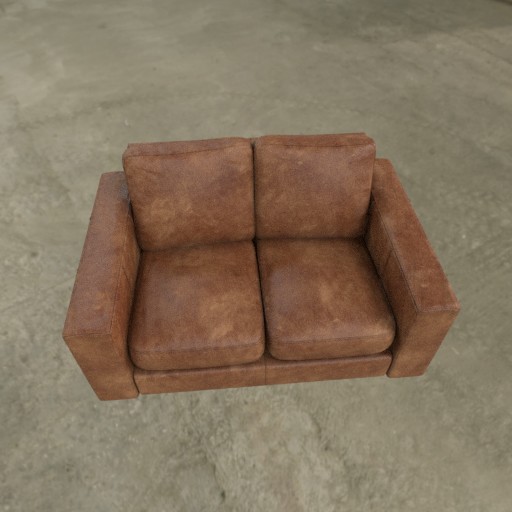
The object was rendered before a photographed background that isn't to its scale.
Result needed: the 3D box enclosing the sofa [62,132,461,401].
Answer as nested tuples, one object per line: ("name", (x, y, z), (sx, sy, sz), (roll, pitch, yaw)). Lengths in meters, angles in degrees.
("sofa", (0.000, 0.000, 2.235), (1.626, 0.889, 1.041), (-4, 48, -3))
